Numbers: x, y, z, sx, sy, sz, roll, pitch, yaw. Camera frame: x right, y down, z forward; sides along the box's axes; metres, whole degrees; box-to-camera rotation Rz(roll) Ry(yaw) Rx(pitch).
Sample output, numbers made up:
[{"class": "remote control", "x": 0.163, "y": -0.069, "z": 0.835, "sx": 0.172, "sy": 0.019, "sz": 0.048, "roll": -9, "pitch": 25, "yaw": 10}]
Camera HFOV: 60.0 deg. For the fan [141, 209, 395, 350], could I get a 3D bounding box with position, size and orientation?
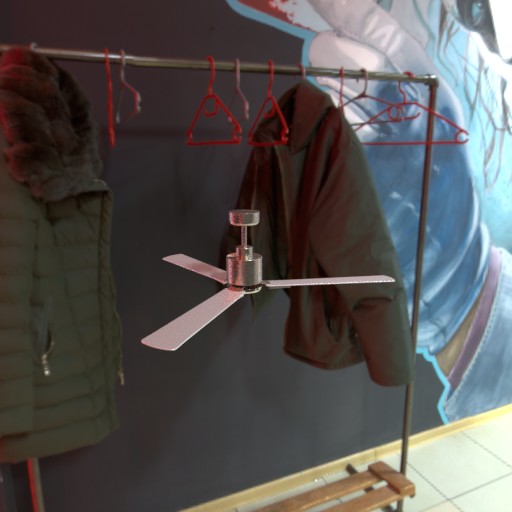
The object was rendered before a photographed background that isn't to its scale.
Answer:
[{"class": "fan", "x": 0.000, "y": 0.000, "z": 2.384, "sx": 1.561, "sy": 0.446, "sz": 1.531, "roll": 2, "pitch": 14, "yaw": 9}]
